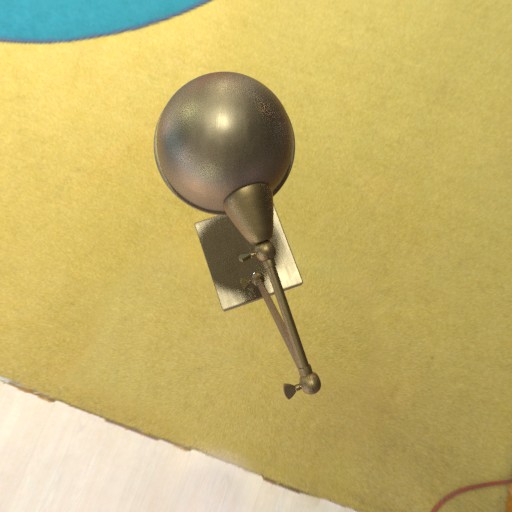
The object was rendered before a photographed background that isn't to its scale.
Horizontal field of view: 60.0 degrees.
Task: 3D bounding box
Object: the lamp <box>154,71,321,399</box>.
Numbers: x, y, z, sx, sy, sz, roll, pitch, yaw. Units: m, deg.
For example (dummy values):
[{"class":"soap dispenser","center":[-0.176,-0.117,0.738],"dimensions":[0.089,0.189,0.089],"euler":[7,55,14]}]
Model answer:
[{"class":"lamp","center":[0.000,0.000,0.552],"dimensions":[0.149,0.371,0.339],"euler":[-19,77,-4]}]
